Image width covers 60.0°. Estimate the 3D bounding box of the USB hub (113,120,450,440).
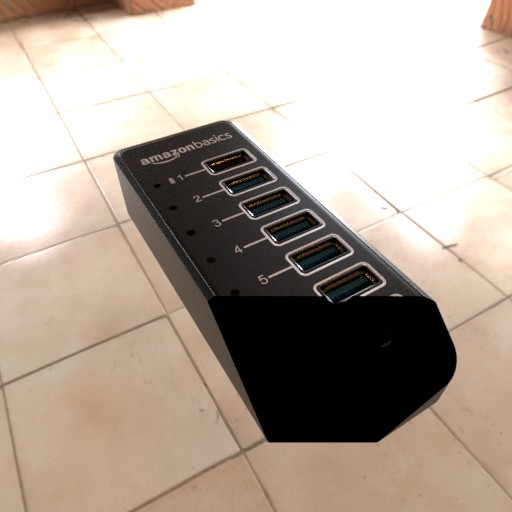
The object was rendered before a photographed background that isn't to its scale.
[{"bbox_3d":[0.000,0.000,0.125,0.044,0.023,0.110,-23,50,-21],"label":"USB hub"}]
